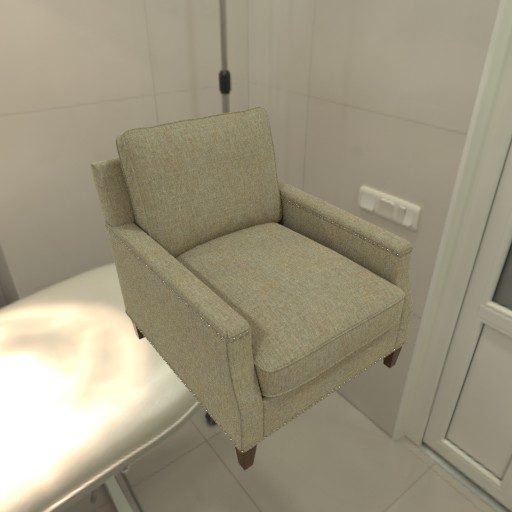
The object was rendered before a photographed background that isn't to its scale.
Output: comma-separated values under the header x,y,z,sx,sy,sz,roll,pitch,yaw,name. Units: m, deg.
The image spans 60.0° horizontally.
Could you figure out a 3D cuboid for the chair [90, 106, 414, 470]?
x,y,z,sx,sy,sz,roll,pitch,yaw,name
0.000,0.000,1.755,0.853,0.943,1.014,-22,37,-31,chair
